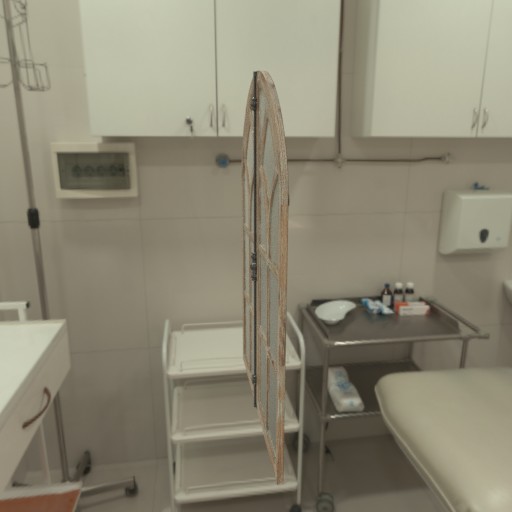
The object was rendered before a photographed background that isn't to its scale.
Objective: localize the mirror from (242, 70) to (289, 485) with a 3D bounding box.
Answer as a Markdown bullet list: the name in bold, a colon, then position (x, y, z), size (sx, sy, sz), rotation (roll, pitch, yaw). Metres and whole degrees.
- **mirror**: position (0.000, 0.000, 1.179), size (0.032, 0.915, 0.609), rotation (-2, 15, -9)
